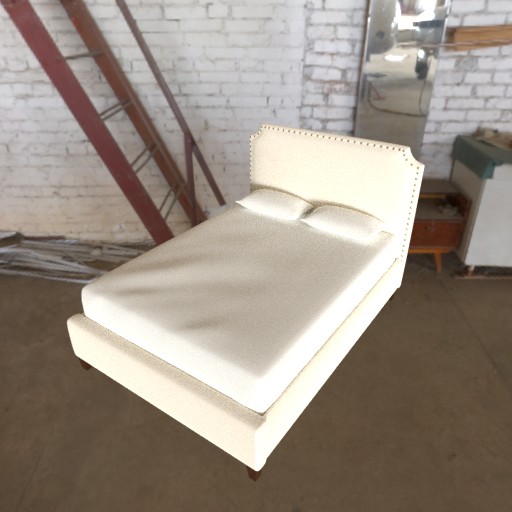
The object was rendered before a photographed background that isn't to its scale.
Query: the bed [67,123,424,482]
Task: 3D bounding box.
[{"bbox_3d":[0.000,0.000,3.462,1.712,1.443,2.365,19,35,30],"label":"bed"}]
